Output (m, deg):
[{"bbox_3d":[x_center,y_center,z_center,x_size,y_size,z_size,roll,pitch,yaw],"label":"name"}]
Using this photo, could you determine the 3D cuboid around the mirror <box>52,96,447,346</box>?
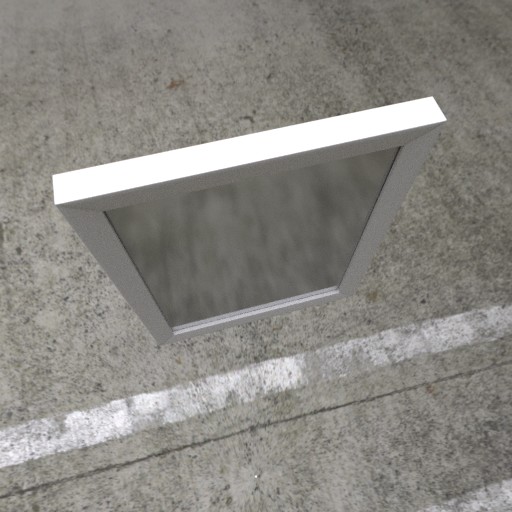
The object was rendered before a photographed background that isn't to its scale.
[{"bbox_3d":[0.000,0.000,0.678,0.405,0.508,0.041,-14,64,-7],"label":"mirror"}]
